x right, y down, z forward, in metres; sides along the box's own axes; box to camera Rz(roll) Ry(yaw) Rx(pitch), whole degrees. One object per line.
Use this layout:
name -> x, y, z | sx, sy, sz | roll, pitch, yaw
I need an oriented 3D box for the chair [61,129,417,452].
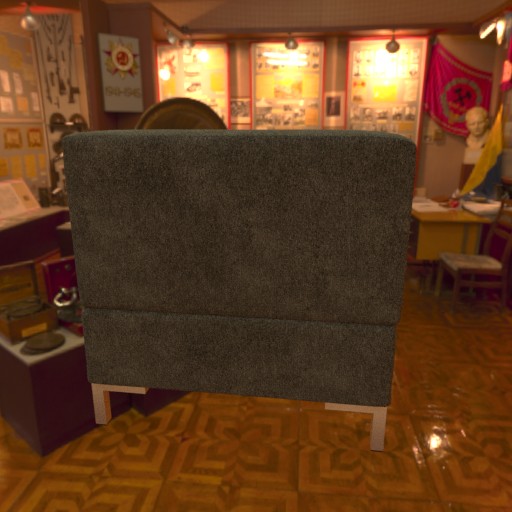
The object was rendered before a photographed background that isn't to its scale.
chair -> 0.000, 0.000, 1.201 | 0.680, 0.660, 0.680 | 2, 16, 8
